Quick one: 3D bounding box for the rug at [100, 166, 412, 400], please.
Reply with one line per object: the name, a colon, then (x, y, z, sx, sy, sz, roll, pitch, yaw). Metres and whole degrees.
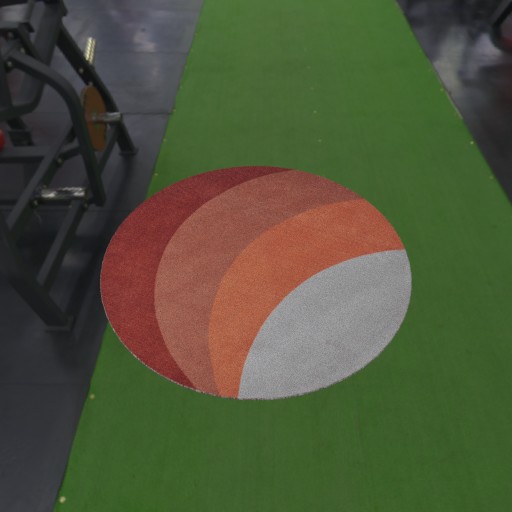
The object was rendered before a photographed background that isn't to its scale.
rug: (0.000, 0.000, 2.216, 1.514, 0.015, 1.514, 0, 47, 0)
